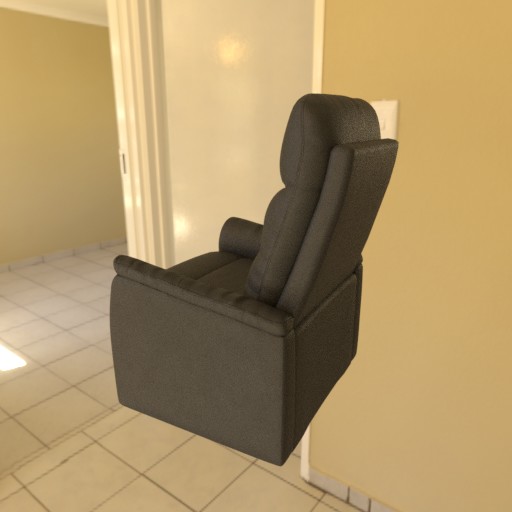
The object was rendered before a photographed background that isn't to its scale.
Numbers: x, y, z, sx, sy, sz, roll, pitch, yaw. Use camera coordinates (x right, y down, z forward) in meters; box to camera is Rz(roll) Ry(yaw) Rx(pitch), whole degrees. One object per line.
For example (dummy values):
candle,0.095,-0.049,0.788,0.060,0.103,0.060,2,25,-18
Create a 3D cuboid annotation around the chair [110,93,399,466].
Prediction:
chair,0.000,0.000,1.600,0.831,1.082,0.775,9,19,27
